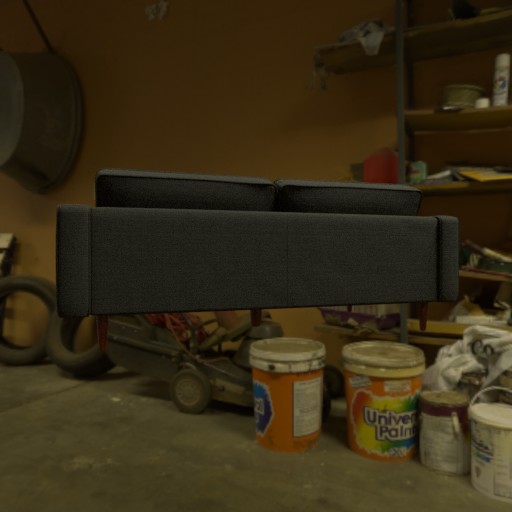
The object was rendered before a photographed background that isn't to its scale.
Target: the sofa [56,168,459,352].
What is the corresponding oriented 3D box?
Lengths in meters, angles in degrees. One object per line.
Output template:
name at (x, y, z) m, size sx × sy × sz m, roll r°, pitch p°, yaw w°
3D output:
sofa at (0.000, 0.000, 2.372) m, size 1.875 × 0.759 × 0.914 m, roll 0°, pitch 0°, yaw -18°
